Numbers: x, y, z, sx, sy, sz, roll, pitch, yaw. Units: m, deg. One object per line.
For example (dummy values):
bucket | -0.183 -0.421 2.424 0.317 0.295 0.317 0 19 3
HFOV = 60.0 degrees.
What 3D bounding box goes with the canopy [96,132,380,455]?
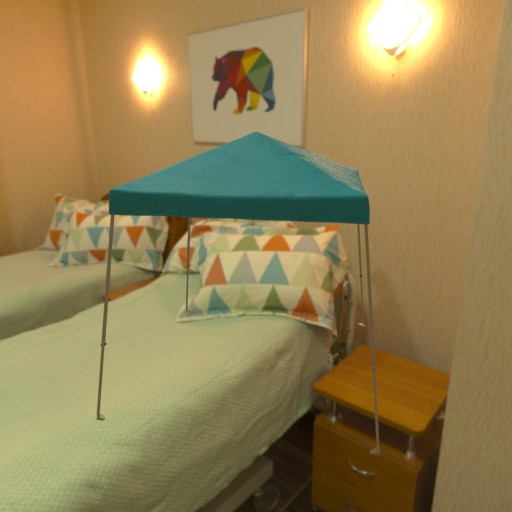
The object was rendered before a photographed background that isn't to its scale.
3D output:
canopy | 0.000 0.000 6.663 3.600 3.600 3.599 3 17 10
